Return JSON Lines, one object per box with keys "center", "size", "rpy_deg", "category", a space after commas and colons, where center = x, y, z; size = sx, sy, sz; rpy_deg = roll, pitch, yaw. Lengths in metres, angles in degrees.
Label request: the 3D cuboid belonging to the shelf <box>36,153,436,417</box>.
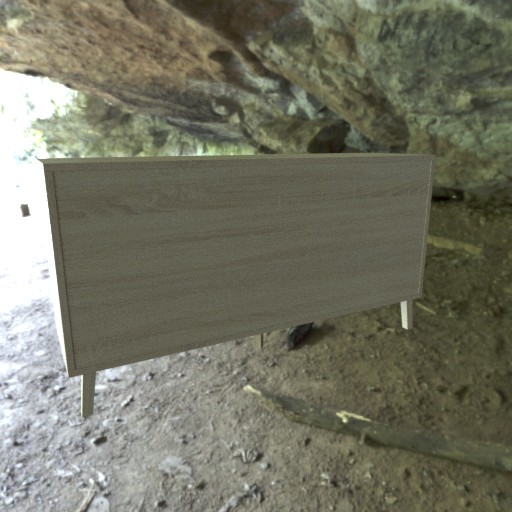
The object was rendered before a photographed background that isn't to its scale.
{"center": [0.000, 0.000, 1.778], "size": [1.490, 0.780, 0.400], "rpy_deg": [-8, 17, -27], "category": "shelf"}
